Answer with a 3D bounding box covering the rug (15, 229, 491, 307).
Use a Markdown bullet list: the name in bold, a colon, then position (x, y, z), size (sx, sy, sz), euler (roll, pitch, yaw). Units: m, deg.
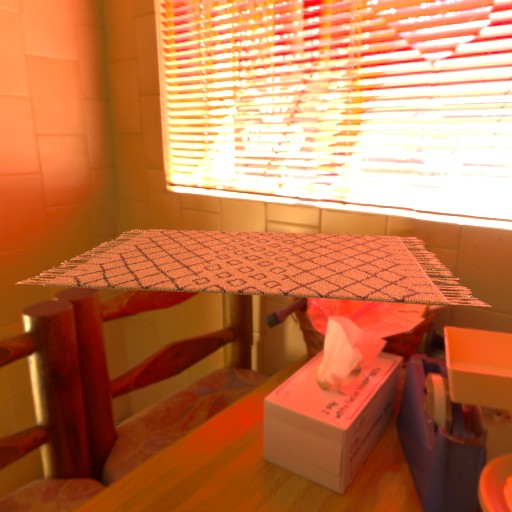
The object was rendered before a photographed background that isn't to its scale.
- **rug**: position (0.000, 0.000, 3.170), size (2.615, 0.029, 1.664), euler (2, 15, 8)
